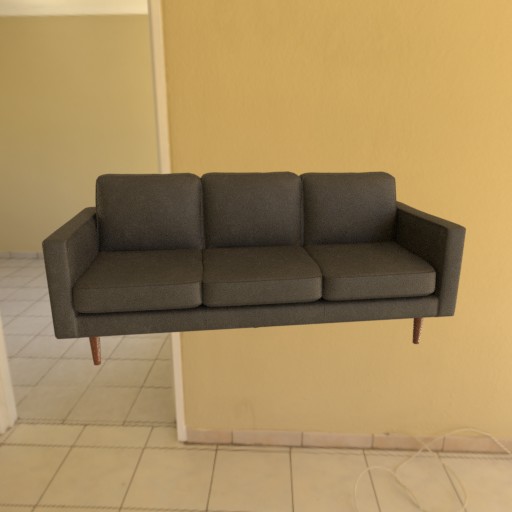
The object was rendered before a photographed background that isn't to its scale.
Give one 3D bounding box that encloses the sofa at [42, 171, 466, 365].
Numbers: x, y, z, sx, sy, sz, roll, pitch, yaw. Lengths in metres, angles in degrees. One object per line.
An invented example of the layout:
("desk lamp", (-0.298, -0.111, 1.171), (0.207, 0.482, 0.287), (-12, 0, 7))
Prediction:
("sofa", (0.000, 0.000, 2.530), (2.029, 0.899, 0.879), (-2, 17, -7))
